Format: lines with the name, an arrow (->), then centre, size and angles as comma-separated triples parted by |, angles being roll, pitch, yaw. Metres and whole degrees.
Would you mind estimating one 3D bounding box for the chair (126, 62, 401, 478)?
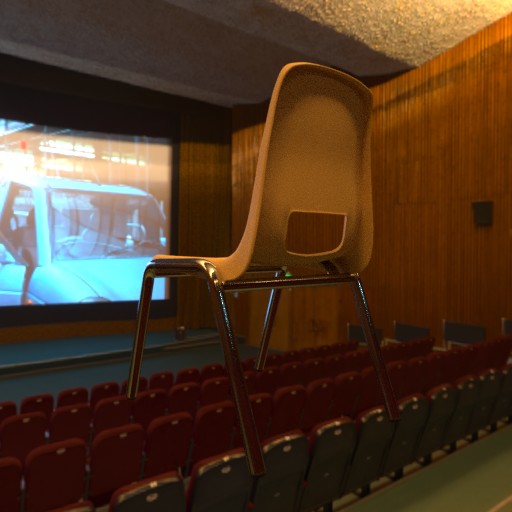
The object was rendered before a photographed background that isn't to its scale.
chair -> 0.000, 0.000, 0.842 | 0.354, 0.586, 0.423 | -1, 1, -38
